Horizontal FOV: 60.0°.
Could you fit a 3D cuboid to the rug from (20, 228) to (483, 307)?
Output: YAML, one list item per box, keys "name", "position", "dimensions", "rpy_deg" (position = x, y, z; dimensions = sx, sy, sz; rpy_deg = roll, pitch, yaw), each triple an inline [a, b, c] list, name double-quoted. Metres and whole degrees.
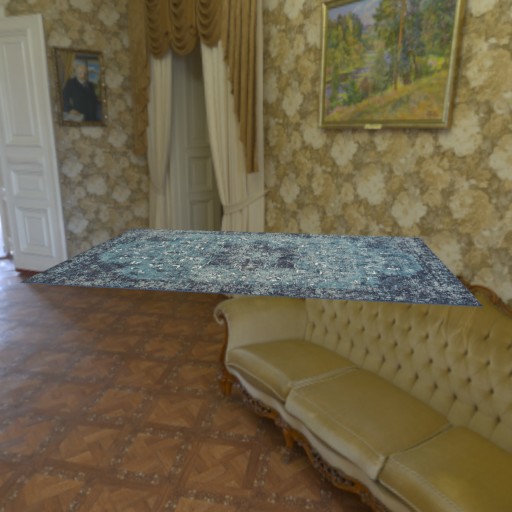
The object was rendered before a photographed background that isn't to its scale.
- name: "rug"
  position: [0.000, 0.000, 3.030]
  dimensions: [2.440, 0.007, 1.525]
  rpy_deg: [2, 15, 8]
